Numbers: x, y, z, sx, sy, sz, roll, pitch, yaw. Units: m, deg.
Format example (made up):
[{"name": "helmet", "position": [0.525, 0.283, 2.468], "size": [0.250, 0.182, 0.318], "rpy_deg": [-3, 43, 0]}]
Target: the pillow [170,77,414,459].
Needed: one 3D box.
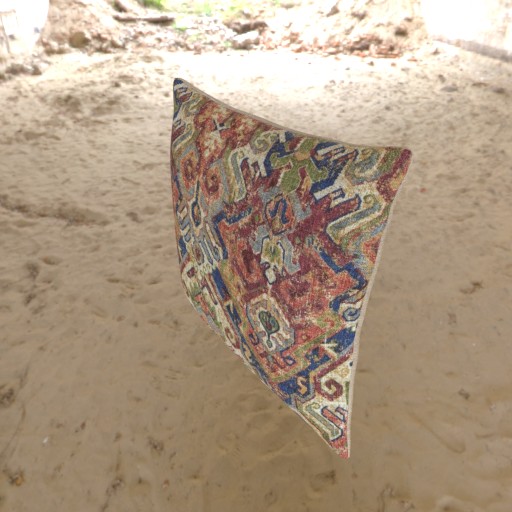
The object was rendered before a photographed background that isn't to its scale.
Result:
[{"name": "pillow", "position": [0.000, 0.000, 0.755], "size": [0.166, 0.506, 0.523], "rpy_deg": [-21, 37, -30]}]
